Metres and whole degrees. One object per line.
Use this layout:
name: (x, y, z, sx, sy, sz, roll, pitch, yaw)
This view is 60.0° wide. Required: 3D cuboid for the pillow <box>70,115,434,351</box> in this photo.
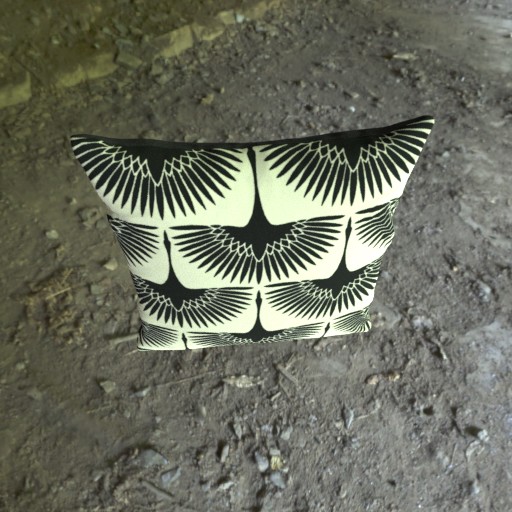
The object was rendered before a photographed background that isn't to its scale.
pillow: (0.000, 0.000, 0.668, 0.432, 0.432, 0.139, -5, 46, -4)
